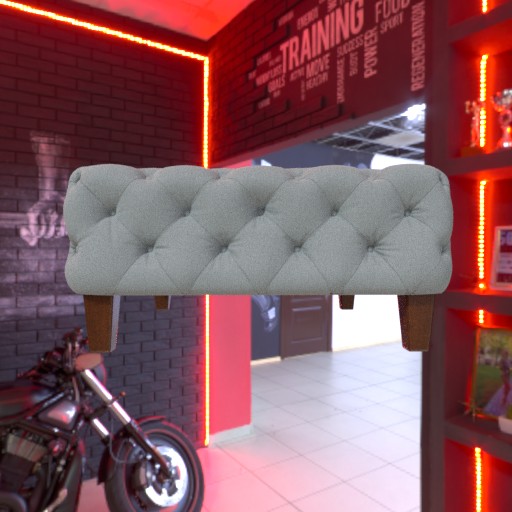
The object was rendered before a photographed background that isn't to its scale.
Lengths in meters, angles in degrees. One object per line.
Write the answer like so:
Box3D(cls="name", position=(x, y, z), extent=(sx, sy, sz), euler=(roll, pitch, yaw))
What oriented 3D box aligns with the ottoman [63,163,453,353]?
Box3D(cls="ottoman", position=(0.000, 0.000, 1.418), extent=(0.917, 0.439, 0.911), euler=(0, 1, -1))
